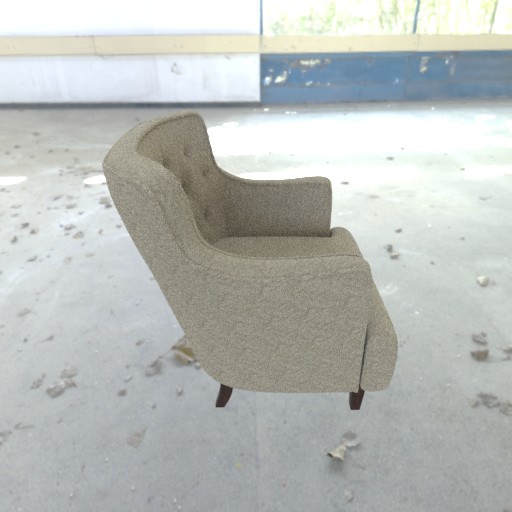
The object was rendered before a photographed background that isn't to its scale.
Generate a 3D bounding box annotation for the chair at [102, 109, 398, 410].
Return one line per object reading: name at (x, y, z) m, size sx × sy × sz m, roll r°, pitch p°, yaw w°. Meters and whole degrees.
chair at (0.000, 0.000, 1.683) m, size 0.910 × 0.920 × 0.820 m, roll 0°, pitch 30°, yaw -1°
